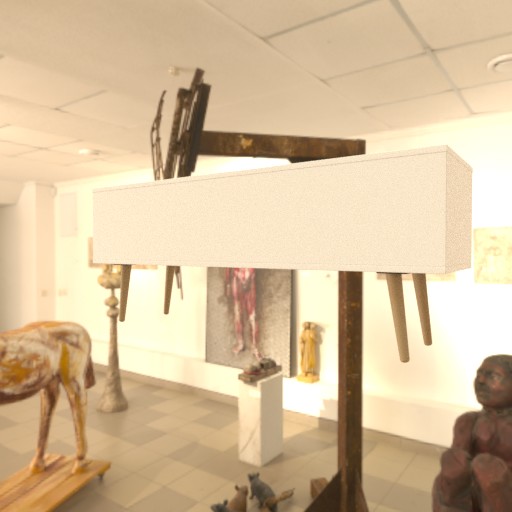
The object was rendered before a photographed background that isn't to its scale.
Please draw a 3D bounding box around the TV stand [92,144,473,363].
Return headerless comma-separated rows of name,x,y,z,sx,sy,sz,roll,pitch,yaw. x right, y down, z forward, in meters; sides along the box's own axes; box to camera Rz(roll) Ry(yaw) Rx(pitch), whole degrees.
TV stand,0.000,0.000,1.638,1.398,0.560,0.401,1,1,35
